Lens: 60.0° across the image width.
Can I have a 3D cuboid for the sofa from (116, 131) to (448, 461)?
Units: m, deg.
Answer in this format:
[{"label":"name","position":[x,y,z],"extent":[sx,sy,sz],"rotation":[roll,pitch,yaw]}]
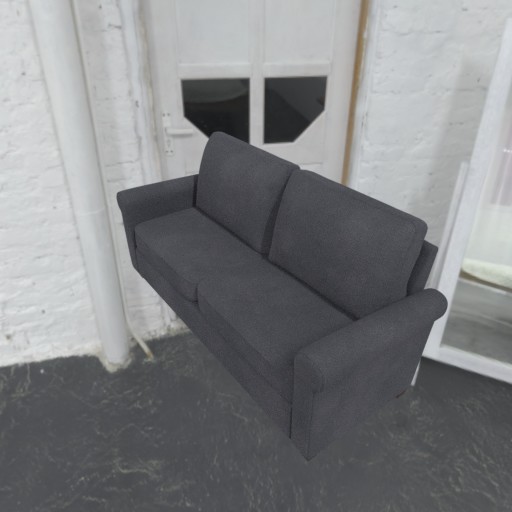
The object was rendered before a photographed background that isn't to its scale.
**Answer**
[{"label":"sofa","position":[0.000,0.000,2.479],"extent":[0.842,0.942,1.935],"rotation":[-21,38,-30]}]
